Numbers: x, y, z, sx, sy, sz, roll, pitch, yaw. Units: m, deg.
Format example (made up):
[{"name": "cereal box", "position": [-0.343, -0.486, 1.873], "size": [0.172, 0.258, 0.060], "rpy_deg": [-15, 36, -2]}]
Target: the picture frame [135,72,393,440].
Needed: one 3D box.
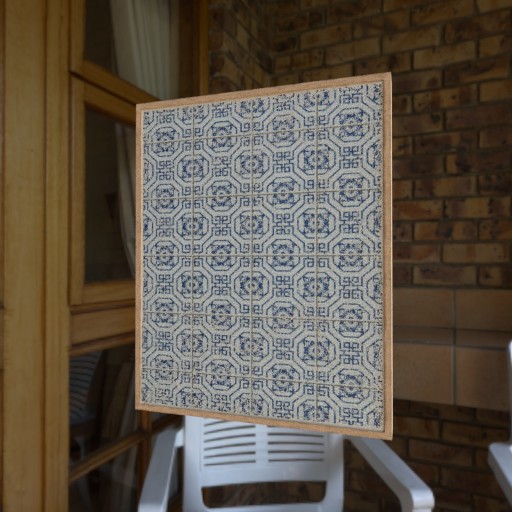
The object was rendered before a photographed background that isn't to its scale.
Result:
[{"name": "picture frame", "position": [0.000, 0.000, 0.720], "size": [0.421, 0.526, 0.046], "rpy_deg": [0, -1, 18]}]
